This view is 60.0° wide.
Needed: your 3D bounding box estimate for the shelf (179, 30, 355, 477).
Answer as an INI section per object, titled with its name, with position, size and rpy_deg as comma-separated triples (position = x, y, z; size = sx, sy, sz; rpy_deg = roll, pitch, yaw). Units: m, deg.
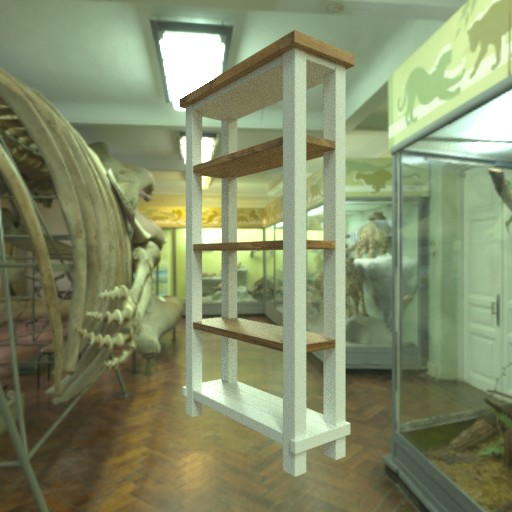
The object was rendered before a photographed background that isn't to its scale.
[shelf]
position = 0.000, 0.000, 2.359
size = 0.381, 1.878, 1.022
rpy_deg = 0, 0, -37
